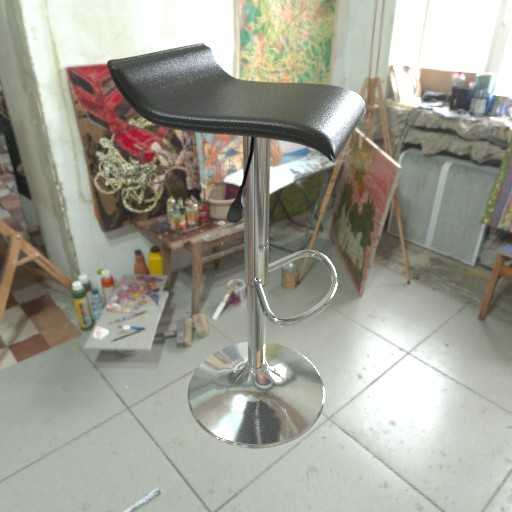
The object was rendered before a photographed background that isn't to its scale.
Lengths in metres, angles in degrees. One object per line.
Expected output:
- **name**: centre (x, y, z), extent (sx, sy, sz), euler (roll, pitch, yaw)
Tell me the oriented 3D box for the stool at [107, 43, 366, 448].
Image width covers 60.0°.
- **stool**: centre (0.000, 0.000, 1.017), extent (0.381, 0.851, 0.381), euler (10, 32, 17)
